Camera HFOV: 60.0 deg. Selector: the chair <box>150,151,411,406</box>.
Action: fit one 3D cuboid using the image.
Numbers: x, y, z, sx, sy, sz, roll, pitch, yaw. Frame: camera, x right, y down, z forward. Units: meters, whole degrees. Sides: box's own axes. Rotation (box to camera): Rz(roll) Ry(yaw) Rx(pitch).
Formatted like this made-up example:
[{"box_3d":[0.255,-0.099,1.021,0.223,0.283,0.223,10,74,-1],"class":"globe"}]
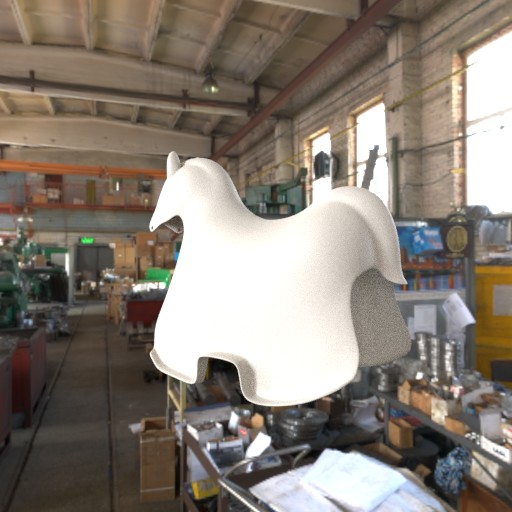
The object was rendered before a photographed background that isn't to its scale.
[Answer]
[{"box_3d":[0.000,0.000,1.174,0.800,0.612,0.429,0,0,38],"class":"chair"}]
